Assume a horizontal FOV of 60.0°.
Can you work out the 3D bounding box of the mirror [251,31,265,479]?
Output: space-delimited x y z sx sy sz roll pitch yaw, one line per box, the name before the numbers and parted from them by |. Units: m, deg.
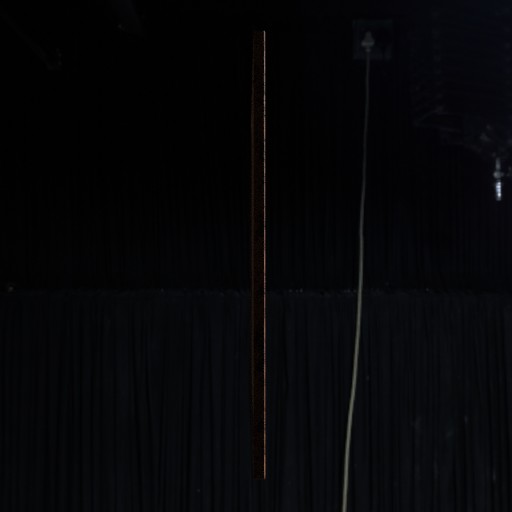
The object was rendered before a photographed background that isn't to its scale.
mirror | 0.000 0.000 1.481 0.028 1.099 0.796 0 -1 -1
